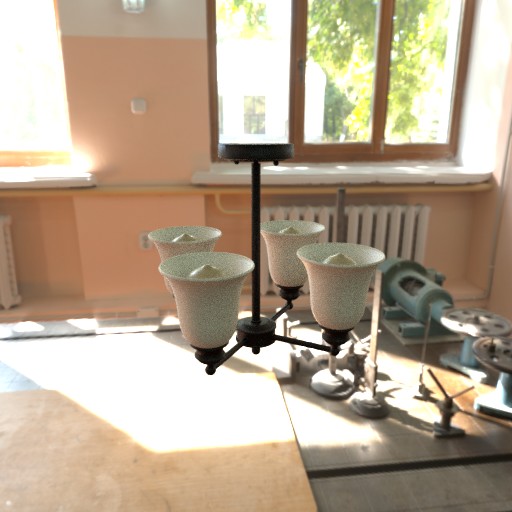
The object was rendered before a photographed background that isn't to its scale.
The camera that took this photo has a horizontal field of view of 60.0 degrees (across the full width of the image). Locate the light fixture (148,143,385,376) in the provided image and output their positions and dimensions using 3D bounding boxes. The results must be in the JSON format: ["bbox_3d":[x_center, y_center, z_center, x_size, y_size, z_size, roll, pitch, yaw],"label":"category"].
[{"bbox_3d":[0.000,0.000,1.886,1.069,0.925,1.069,8,17,27],"label":"light fixture"}]
